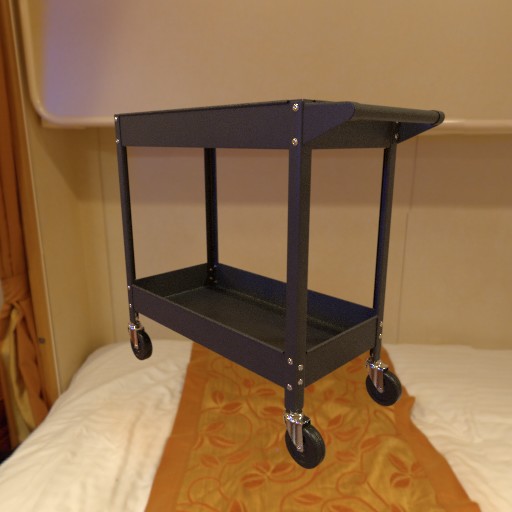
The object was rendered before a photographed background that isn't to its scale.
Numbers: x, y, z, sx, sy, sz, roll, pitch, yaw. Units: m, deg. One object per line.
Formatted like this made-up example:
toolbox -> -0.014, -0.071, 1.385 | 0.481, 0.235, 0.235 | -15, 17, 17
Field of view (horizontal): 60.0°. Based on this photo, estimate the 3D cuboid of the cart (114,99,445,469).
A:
cart -> 0.000, 0.000, 1.152 | 0.366, 0.719, 0.779 | -14, 20, -43
